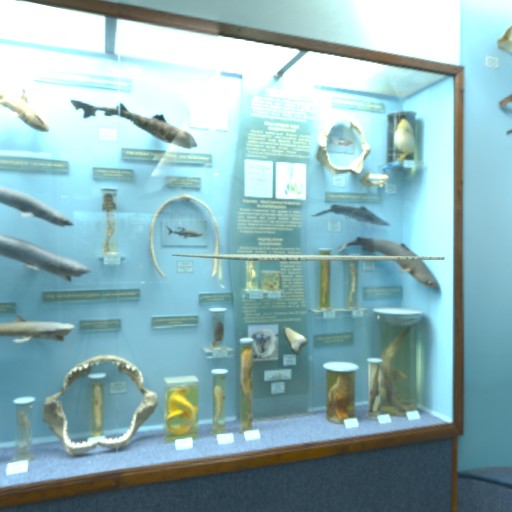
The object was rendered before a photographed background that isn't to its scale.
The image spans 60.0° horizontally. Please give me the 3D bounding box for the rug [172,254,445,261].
[{"bbox_3d":[0.000,0.000,2.766,0.775,0.012,2.452,0,1,-17],"label":"rug"}]
